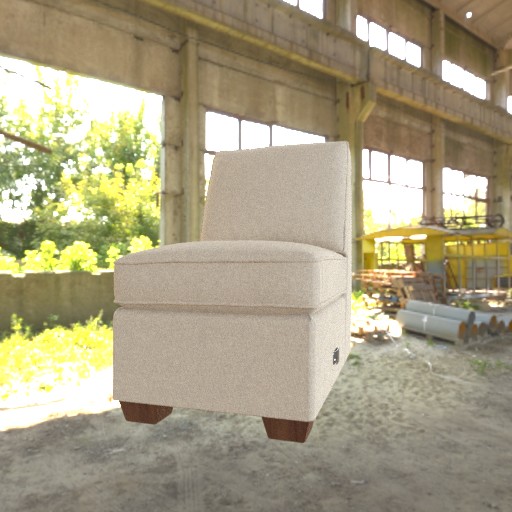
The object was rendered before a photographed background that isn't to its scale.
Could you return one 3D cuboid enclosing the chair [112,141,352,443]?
[{"bbox_3d":[0.000,0.000,1.615,0.621,0.970,0.938,0,-1,18],"label":"chair"}]
